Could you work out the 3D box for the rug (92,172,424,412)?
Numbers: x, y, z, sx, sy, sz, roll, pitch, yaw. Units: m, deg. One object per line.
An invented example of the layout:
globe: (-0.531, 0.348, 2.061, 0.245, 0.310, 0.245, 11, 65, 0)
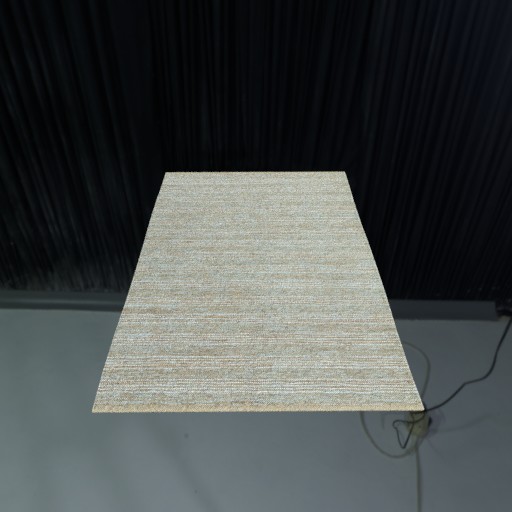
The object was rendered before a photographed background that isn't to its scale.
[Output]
rug: (0.000, 0.000, 2.350, 1.240, 0.010, 1.824, 0, 39, 0)
